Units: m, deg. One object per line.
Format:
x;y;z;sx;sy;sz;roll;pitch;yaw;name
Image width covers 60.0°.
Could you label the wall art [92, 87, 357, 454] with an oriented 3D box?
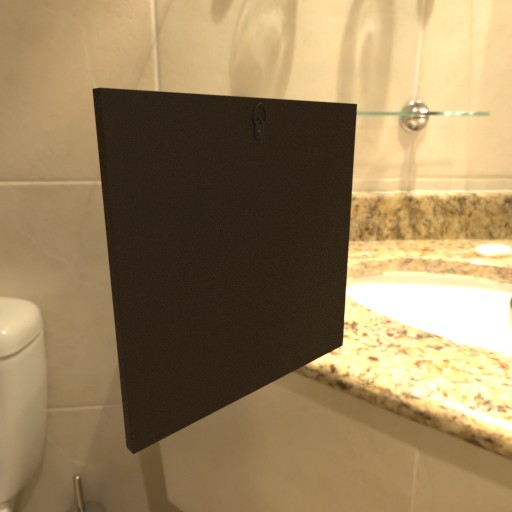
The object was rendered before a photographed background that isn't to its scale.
0.000;0.000;1.198;0.805;0.807;0.043;-14;21;-40;wall art
